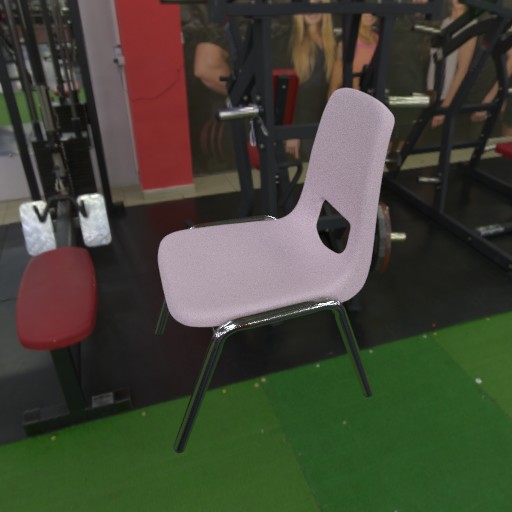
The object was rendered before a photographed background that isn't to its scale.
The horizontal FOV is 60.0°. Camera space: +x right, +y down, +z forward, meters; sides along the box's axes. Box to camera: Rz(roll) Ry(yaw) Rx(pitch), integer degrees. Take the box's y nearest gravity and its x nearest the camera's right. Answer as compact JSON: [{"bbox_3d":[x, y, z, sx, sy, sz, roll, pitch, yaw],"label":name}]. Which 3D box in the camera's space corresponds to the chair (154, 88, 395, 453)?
[{"bbox_3d":[0.000,0.000,0.860,0.423,0.586,0.354,-9,33,-14],"label":"chair"}]
